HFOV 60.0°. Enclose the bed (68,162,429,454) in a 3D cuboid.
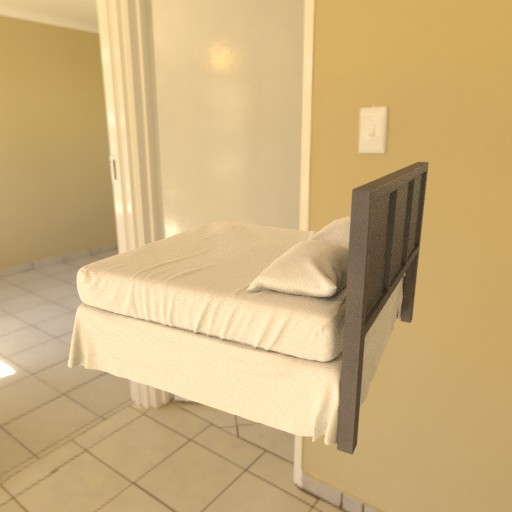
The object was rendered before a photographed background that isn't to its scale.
[{"bbox_3d":[0.000,0.000,2.847,1.785,1.142,1.772,8,18,26],"label":"bed"}]
